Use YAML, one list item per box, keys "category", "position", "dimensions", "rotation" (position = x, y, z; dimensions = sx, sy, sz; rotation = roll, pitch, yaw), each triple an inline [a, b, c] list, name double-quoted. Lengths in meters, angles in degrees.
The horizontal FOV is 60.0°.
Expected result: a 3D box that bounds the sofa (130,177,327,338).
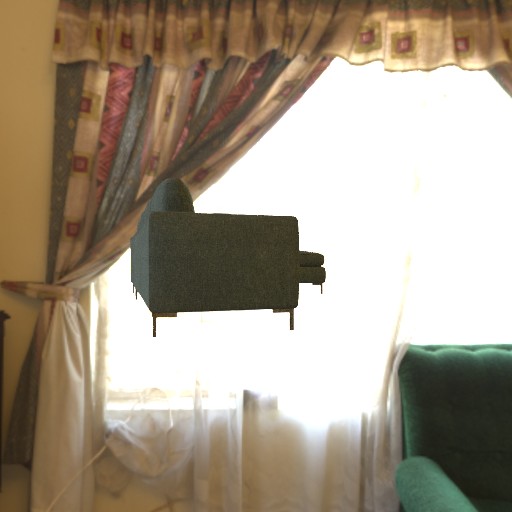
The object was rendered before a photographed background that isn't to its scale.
- category: "sofa"
  position: [0.000, 0.000, 3.815]
  dimensions: [2.007, 0.815, 2.949]
  rotation: [0, 0, -17]
